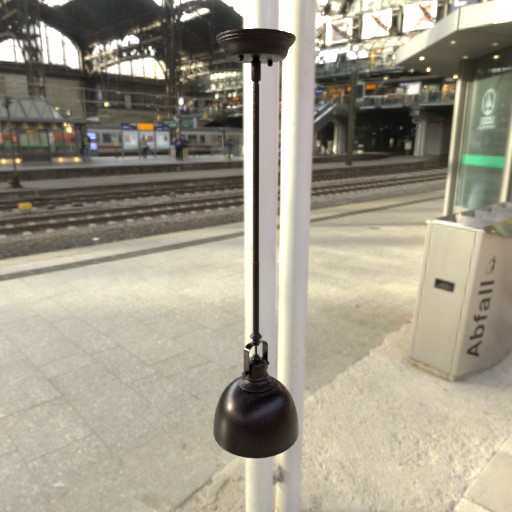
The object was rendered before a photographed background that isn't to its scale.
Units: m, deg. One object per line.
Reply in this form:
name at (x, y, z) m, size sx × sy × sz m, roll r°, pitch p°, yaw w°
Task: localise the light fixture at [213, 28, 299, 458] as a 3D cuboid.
light fixture at (0.000, 0.000, 0.852) m, size 0.182 × 0.768 × 0.182 m, roll 14°, pitch 20°, yaw 43°
